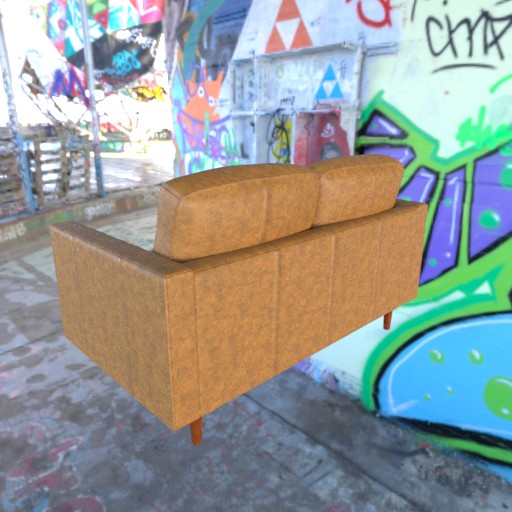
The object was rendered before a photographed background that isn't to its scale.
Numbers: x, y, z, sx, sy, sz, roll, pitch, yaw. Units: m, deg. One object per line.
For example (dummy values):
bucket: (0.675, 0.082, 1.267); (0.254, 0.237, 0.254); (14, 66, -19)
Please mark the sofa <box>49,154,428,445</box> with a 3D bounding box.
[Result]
sofa: (0.000, 0.000, 2.121); (1.578, 0.951, 0.909); (-16, 24, -41)
